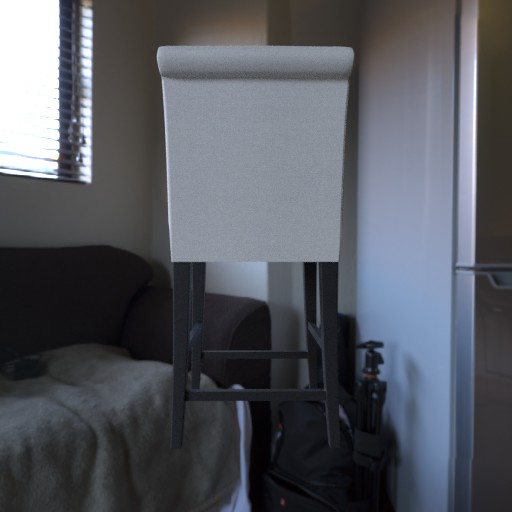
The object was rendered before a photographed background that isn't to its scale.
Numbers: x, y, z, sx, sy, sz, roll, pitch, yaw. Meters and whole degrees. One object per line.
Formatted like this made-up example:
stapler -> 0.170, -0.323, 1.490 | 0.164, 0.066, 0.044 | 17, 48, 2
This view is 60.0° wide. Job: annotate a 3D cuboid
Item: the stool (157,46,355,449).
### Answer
stool -> 0.000, 0.000, 1.292 | 0.452, 0.976, 0.597 | 0, 2, -1
